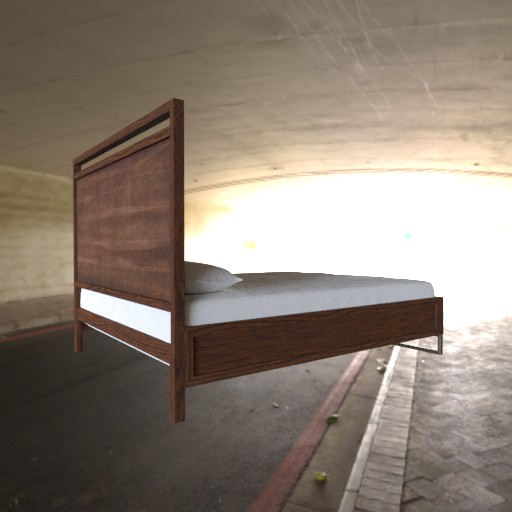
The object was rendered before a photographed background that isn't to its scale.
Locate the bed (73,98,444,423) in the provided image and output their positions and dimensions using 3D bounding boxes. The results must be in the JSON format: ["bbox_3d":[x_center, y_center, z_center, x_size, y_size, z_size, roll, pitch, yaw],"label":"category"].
[{"bbox_3d":[0.000,0.000,3.385,2.218,1.487,1.765,-1,1,-36],"label":"bed"}]
